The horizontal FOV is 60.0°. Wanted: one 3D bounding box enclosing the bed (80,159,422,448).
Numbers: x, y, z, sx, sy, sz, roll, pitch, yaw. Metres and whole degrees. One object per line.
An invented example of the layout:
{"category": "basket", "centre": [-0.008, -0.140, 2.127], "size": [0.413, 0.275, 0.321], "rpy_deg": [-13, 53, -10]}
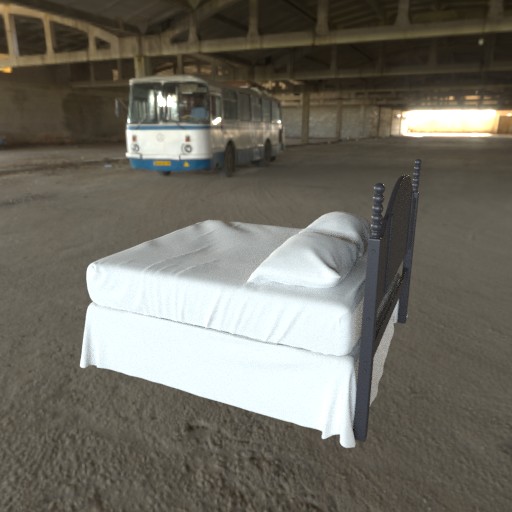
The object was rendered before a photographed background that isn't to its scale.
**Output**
{"category": "bed", "centre": [0.000, 0.000, 3.262], "size": [2.040, 1.356, 1.873], "rpy_deg": [8, 18, 24]}
